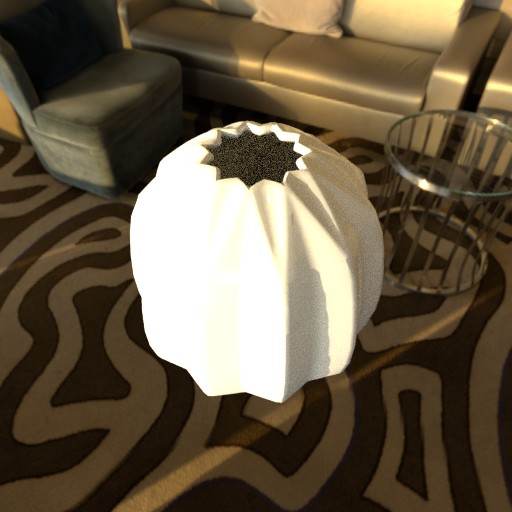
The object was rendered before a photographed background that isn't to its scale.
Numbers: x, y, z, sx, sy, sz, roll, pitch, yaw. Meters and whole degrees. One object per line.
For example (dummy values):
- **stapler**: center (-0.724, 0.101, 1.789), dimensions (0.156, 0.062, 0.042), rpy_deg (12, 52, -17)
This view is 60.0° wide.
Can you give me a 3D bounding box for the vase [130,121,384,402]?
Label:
- **vase**: center (0.000, 0.000, 0.244), dimensions (0.139, 0.134, 0.139), rpy_deg (0, 47, 0)
